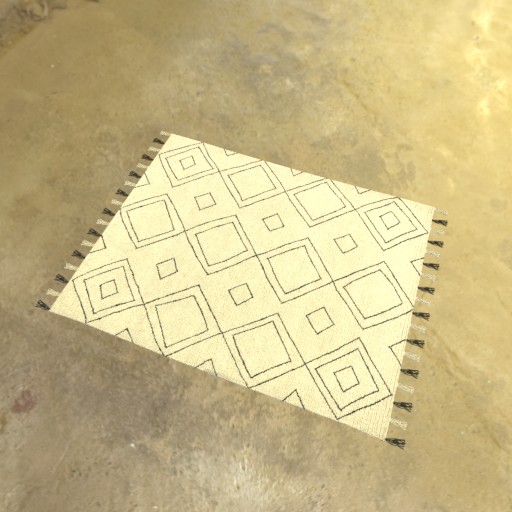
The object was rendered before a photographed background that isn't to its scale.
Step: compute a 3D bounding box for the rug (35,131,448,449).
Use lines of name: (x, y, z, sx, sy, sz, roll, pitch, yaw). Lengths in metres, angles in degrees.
rug: (0.000, 0.000, 4.119, 3.221, 0.026, 2.342, 18, 60, 11)
